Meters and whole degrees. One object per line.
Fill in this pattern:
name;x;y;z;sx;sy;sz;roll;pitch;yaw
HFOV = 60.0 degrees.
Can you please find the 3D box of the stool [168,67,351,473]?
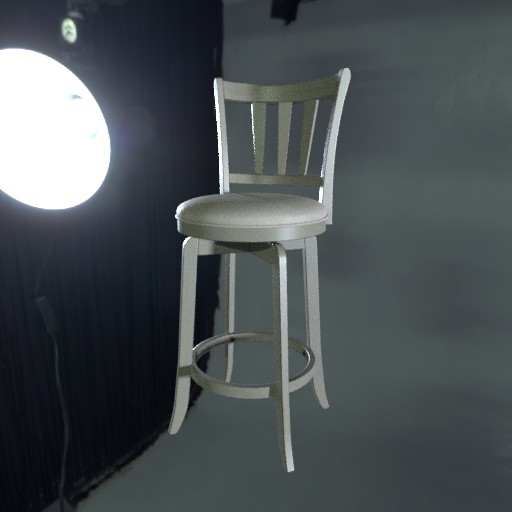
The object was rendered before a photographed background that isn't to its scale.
stool;0.000;0.000;1.294;0.436;1.042;0.475;6;15;25
